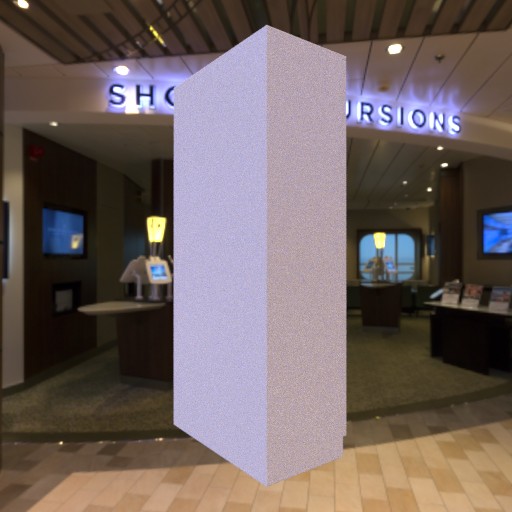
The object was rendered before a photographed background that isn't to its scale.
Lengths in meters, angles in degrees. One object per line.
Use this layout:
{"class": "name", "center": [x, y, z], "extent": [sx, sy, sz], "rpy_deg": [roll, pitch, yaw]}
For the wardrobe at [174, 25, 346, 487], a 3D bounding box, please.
{"class": "wardrobe", "center": [0.000, 0.000, 2.076], "extent": [0.470, 1.700, 0.760], "rpy_deg": [0, 0, -37]}
